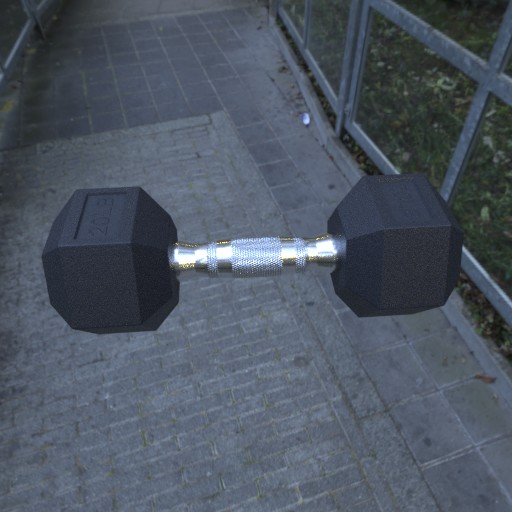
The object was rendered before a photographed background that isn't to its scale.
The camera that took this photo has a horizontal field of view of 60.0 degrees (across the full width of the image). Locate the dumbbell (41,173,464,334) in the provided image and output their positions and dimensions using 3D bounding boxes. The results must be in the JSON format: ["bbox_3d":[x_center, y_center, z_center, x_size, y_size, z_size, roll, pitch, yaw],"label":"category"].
[{"bbox_3d":[0.000,0.000,0.315,0.272,0.092,0.106,-3,47,-3],"label":"dumbbell"}]
